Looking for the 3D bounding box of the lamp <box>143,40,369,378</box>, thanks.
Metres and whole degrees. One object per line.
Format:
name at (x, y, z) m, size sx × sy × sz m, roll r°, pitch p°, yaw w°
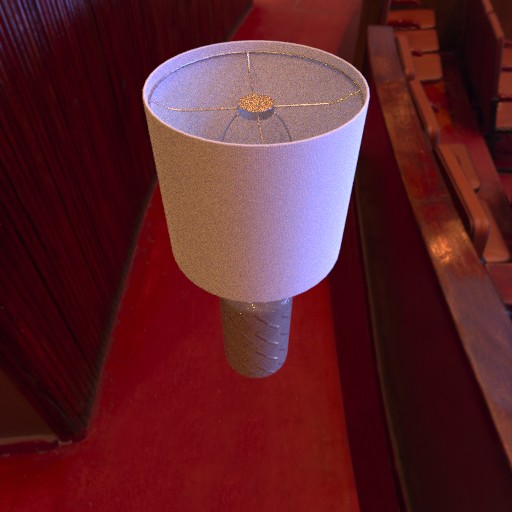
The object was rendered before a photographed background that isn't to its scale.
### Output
lamp at (0.000, 0.000, 0.576) m, size 0.207 × 0.461 × 0.207 m, roll -4°, pitch 47°, yaw -4°
